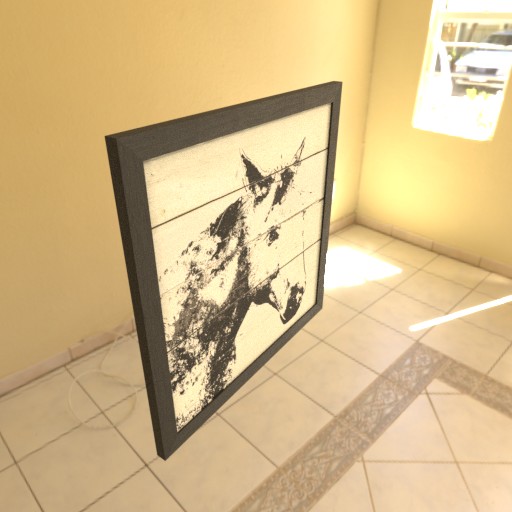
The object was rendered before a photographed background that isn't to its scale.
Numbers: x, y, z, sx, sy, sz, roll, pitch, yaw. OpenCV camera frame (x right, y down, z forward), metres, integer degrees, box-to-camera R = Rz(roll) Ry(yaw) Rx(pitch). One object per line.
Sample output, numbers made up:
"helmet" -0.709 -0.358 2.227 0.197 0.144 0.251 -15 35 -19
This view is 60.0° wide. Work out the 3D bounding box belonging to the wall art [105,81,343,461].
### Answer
"wall art" 0.000 0.000 1.520 0.038 1.016 1.016 20 35 31
